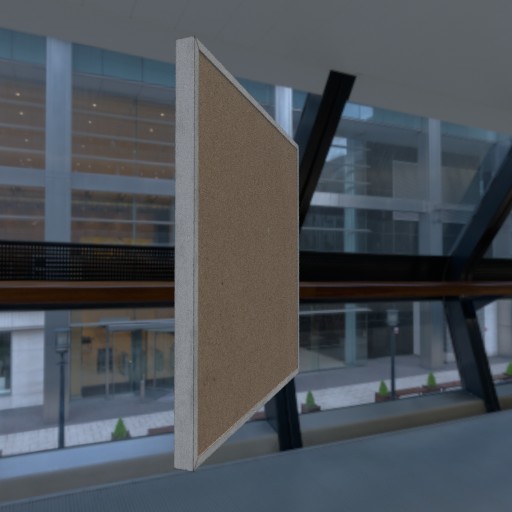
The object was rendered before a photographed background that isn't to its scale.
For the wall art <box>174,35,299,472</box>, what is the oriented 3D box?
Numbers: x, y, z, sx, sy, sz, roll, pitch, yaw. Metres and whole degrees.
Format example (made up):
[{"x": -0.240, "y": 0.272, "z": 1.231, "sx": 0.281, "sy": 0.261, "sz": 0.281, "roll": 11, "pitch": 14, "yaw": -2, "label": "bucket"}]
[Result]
[{"x": 0.000, "y": 0.000, "z": 1.139, "sx": 0.038, "sy": 0.762, "sz": 0.762, "roll": 0, "pitch": -1, "yaw": 19, "label": "wall art"}]
